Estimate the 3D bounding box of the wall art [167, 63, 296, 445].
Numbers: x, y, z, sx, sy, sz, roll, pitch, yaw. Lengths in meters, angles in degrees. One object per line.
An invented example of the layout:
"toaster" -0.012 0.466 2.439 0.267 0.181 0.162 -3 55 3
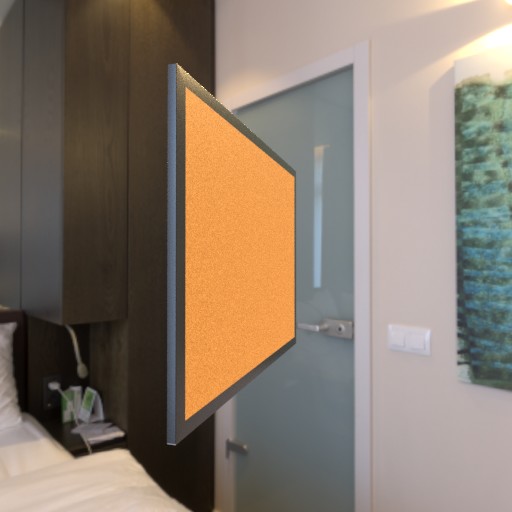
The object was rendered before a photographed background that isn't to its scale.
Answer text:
"wall art" 0.000 0.000 1.032 0.015 0.552 0.819 0 -1 17
